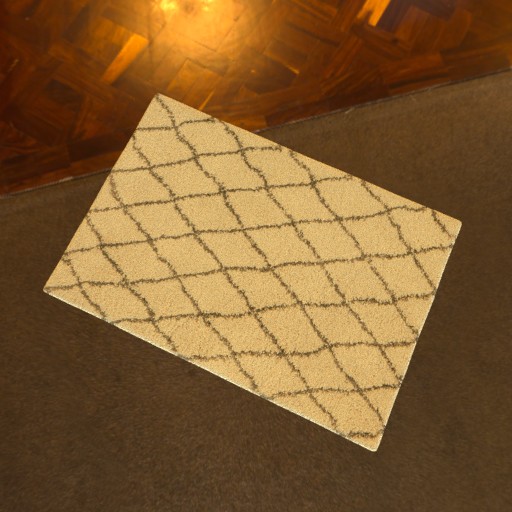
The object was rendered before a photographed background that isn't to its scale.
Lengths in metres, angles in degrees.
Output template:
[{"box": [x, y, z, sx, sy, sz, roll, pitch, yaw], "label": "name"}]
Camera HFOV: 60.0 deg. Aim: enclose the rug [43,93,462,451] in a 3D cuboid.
[{"box": [0.000, 0.000, 2.247, 1.778, 0.030, 1.219, 24, 78, 6], "label": "rug"}]
